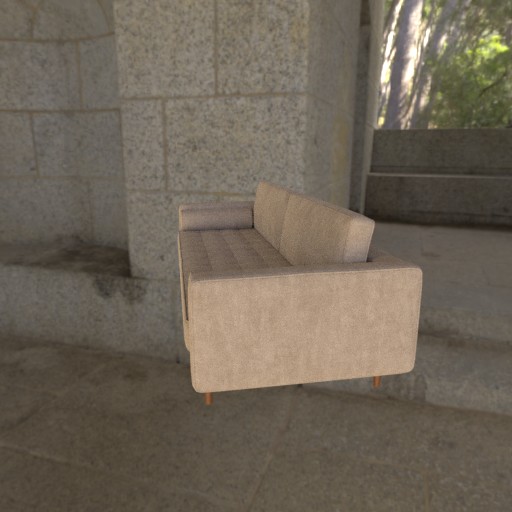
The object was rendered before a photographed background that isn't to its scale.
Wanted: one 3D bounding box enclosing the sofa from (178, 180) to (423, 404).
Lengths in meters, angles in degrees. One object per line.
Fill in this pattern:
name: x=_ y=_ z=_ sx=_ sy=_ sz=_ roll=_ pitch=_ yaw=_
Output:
sofa: x=0.000 y=0.000 z=2.695 sx=0.919 sy=0.770 sz=2.200 roll=-3 pitch=14 yaw=-10
